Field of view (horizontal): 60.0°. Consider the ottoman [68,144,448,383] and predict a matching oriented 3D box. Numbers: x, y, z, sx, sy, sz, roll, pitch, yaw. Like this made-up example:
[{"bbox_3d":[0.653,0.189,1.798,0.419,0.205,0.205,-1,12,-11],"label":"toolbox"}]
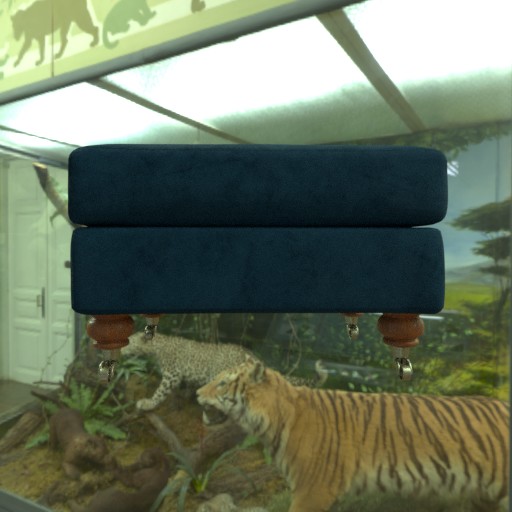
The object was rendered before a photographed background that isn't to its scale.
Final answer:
[{"bbox_3d":[0.000,0.000,1.137,0.773,0.503,0.572,0,1,-2],"label":"ottoman"}]
